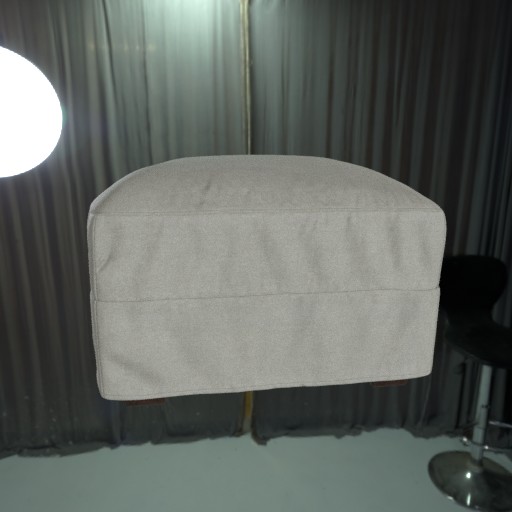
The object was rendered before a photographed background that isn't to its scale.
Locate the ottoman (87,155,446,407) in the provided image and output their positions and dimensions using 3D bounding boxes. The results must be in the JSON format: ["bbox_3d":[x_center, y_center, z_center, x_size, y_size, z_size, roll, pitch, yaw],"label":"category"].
[{"bbox_3d":[0.000,0.000,1.079,0.712,0.480,0.584,-2,13,-8],"label":"ottoman"}]
